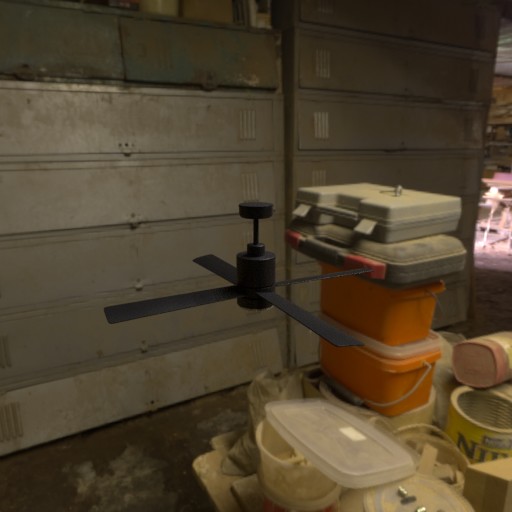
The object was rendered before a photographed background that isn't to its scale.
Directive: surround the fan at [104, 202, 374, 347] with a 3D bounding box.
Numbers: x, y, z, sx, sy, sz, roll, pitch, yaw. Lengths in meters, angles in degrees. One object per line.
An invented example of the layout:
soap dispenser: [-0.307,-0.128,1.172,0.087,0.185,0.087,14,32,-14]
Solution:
fan: [0.000,0.000,2.278,1.525,0.534,1.525,-8,16,-27]
